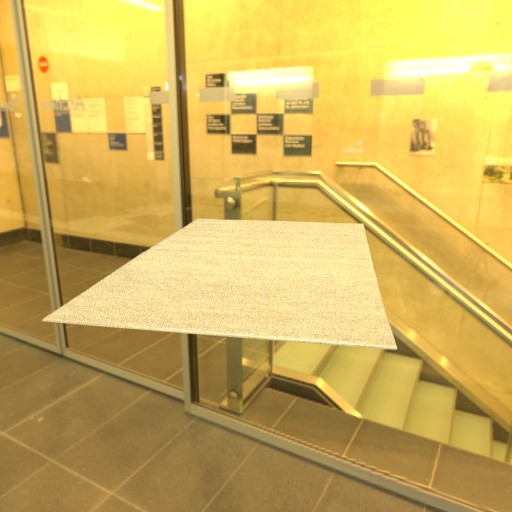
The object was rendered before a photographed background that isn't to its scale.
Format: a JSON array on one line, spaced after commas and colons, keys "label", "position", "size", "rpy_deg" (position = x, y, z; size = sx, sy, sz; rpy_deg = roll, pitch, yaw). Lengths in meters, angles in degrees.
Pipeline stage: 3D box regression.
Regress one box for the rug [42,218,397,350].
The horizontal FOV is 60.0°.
[{"label": "rug", "position": [0.000, 0.000, 2.277], "size": [1.179, 0.022, 1.820], "rpy_deg": [3, 16, 10]}]
